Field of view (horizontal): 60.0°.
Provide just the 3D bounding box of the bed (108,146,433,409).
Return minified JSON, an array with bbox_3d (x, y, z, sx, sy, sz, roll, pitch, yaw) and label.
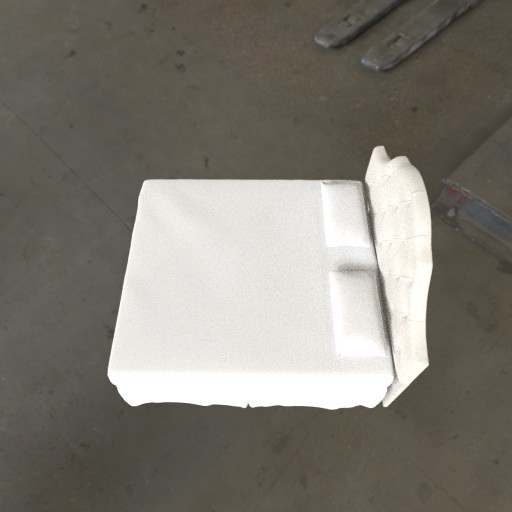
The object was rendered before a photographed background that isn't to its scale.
[{"bbox_3d":[0.000,0.000,3.555,2.214,1.615,2.008,0,58,0],"label":"bed"}]
